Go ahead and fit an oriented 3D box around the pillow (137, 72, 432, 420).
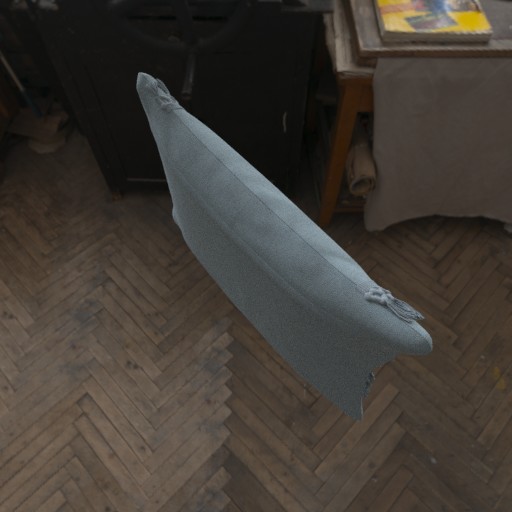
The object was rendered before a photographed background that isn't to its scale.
[{"bbox_3d":[0.000,0.000,0.586,0.084,0.305,0.466,-35,65,-19],"label":"pillow"}]
